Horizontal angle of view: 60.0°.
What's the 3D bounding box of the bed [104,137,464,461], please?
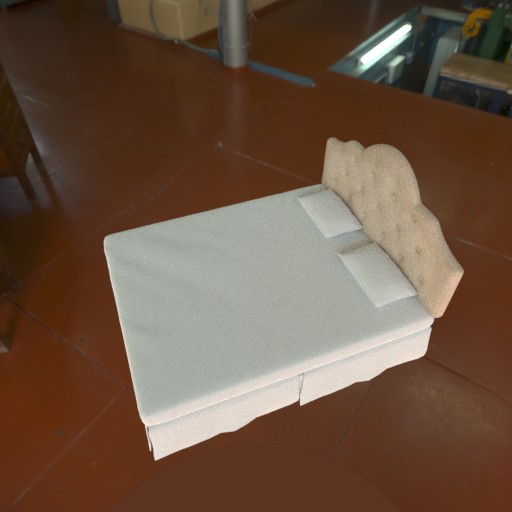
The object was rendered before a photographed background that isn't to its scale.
[{"bbox_3d":[0.000,0.000,2.987,1.970,1.194,1.667,-15,47,-15],"label":"bed"}]
